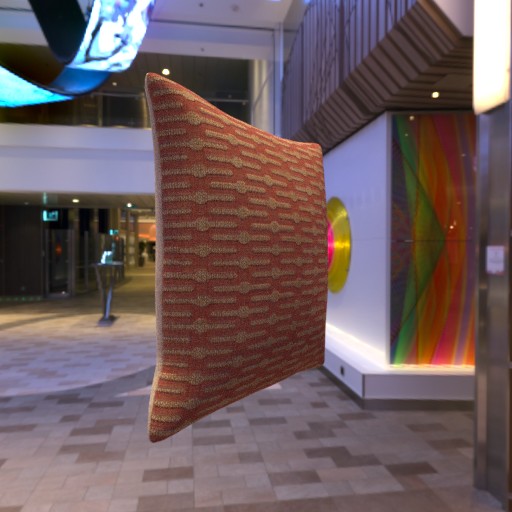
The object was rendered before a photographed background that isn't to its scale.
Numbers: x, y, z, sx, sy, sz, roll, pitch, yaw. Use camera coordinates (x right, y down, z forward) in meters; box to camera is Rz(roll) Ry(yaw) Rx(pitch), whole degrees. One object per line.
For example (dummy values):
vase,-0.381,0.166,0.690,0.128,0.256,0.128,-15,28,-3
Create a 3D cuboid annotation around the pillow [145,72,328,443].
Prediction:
pillow,0.000,0.000,0.807,0.182,0.503,0.511,1,1,35
